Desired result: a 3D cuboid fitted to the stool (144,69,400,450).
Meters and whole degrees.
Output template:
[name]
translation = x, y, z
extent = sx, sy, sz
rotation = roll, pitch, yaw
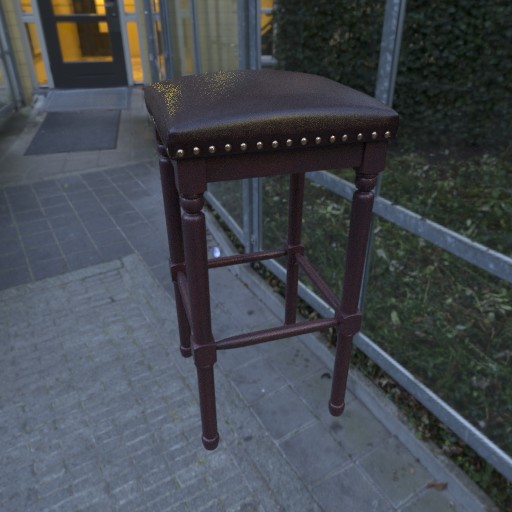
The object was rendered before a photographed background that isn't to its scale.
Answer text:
[stool]
translation = 0.000, 0.000, 0.993
extent = 0.383, 0.768, 0.382
rotation = -9, 31, -15
